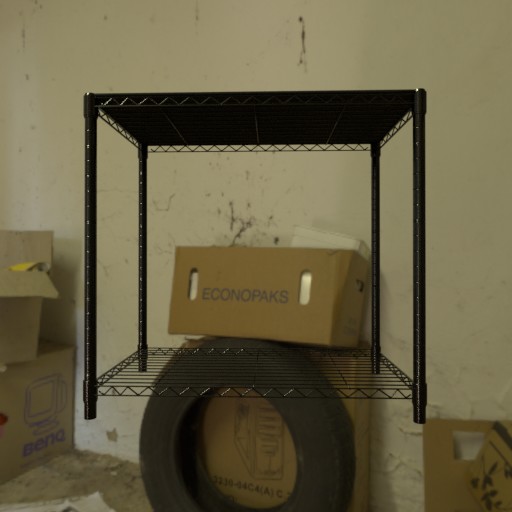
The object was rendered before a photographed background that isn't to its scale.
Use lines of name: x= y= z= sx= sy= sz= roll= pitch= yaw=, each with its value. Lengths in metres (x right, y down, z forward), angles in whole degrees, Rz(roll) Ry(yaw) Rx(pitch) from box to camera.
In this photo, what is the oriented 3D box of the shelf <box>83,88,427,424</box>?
shelf: x=0.000 y=0.000 z=0.918 sx=0.589 sy=0.564 sz=0.338 roll=0 pitch=0 yaw=2
